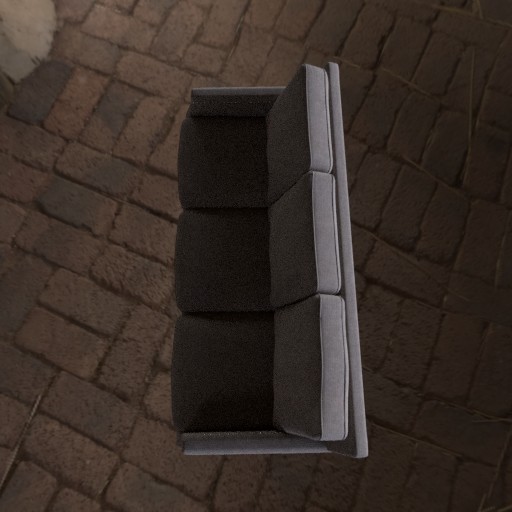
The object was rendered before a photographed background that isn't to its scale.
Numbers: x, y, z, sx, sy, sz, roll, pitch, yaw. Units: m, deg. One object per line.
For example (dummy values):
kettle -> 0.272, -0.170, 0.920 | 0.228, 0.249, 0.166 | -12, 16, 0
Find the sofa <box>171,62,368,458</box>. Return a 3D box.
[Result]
sofa -> 0.000, 0.000, 2.746 | 1.034, 1.042, 2.226 | -1, 75, 0
